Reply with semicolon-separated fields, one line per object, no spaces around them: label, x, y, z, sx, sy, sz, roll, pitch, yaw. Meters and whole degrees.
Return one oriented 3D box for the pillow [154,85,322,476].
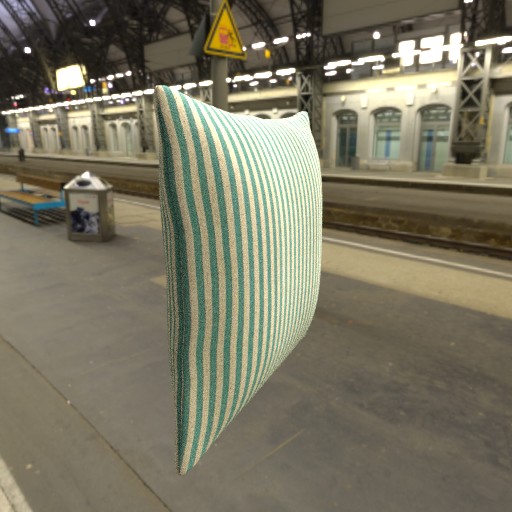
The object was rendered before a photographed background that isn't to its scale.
pillow;0.000;0.000;0.773;0.166;0.510;0.523;7;16;24
